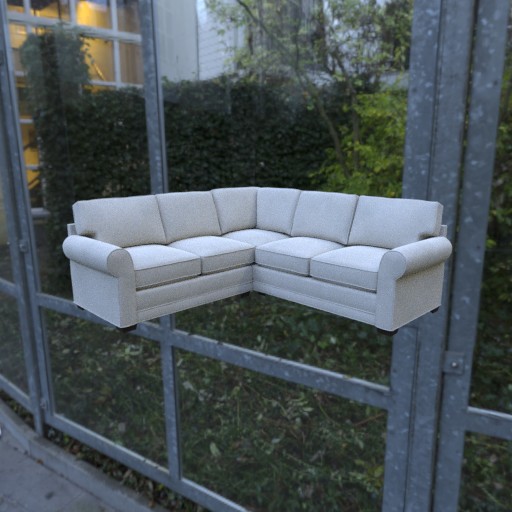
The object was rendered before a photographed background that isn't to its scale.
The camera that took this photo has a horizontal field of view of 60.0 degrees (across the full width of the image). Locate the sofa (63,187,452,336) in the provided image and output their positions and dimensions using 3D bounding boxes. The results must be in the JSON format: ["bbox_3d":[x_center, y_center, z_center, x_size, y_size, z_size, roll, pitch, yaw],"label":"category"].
[{"bbox_3d":[0.000,0.000,3.988,2.487,1.054,2.569,-12,17,-44],"label":"sofa"}]
